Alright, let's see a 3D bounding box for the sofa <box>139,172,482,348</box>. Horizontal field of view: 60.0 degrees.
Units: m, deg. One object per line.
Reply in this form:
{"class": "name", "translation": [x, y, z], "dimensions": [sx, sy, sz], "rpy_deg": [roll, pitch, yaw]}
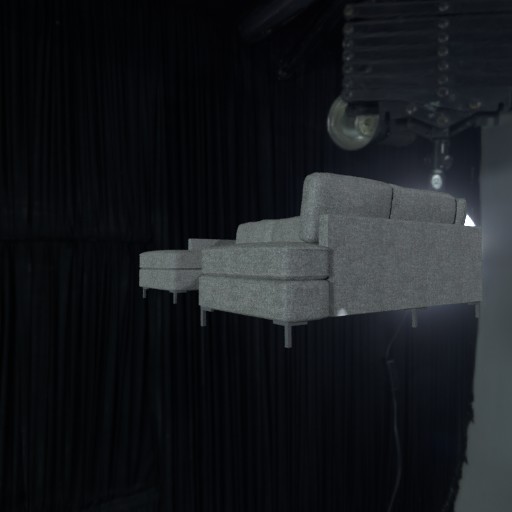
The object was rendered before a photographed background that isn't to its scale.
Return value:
{"class": "sofa", "translation": [0.000, 0.000, 4.297], "dimensions": [2.048, 0.999, 3.423], "rpy_deg": [0, -1, -36]}
